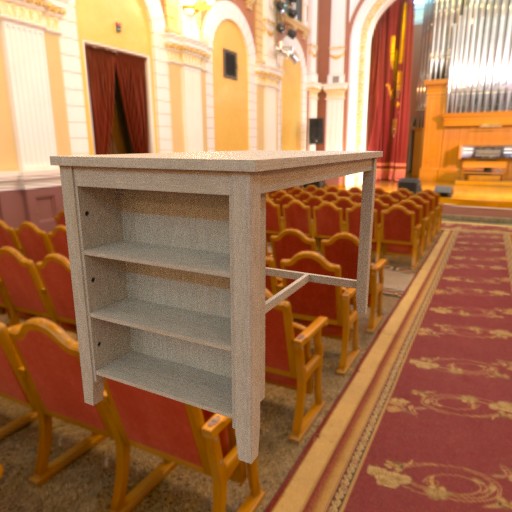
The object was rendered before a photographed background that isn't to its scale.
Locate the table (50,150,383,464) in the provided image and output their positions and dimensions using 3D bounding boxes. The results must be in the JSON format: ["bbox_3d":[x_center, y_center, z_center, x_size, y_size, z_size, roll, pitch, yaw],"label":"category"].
[{"bbox_3d":[0.000,0.000,1.932,0.729,0.874,1.397,7,16,27],"label":"table"}]
